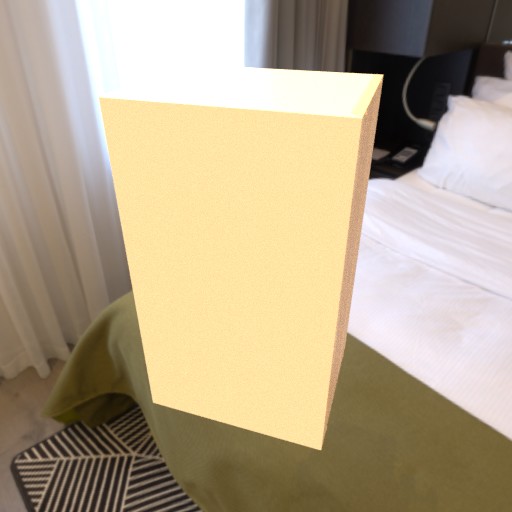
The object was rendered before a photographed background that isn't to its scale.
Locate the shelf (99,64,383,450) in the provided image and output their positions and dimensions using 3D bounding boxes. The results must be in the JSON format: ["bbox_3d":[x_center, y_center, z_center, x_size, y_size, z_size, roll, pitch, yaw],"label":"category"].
[{"bbox_3d":[0.000,0.000,0.818,0.350,0.600,0.290,10,33,16],"label":"shelf"}]
